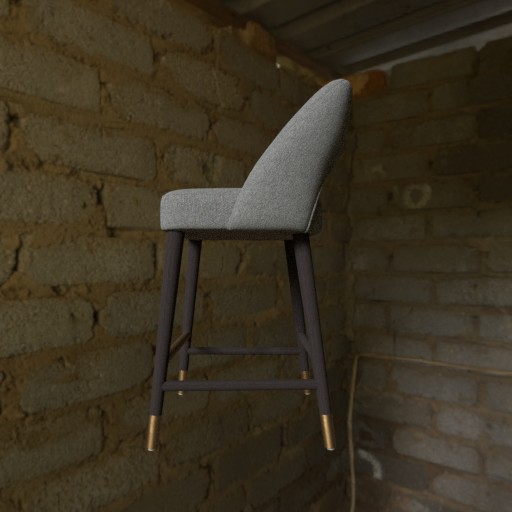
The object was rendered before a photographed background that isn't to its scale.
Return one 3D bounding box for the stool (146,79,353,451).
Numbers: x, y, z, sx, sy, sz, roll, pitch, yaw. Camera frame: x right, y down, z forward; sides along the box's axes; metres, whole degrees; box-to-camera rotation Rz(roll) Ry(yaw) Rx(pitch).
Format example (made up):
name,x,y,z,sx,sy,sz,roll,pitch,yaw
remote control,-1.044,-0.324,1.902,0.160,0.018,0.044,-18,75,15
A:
name,x,y,z,sx,sy,sz,roll,pitch,yaw
stool,0.000,0.000,1.282,0.524,0.925,0.536,0,-1,-1
